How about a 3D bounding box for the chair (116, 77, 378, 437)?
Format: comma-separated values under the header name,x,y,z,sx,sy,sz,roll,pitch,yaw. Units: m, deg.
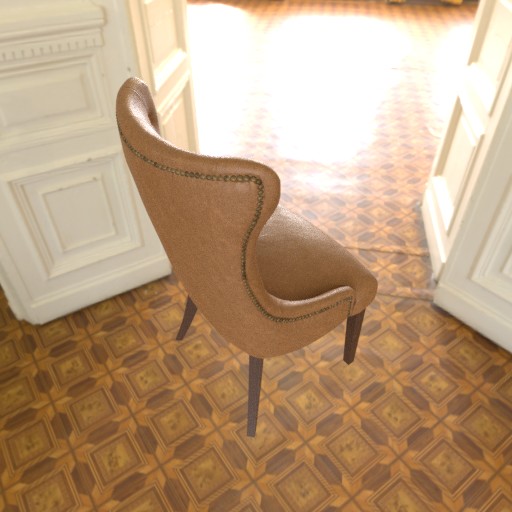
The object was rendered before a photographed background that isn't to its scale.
name,x,y,z,sx,sy,sz,roll,pitch,yaw
chair,0.000,0.000,1.427,0.669,1.065,0.611,-26,48,-26
